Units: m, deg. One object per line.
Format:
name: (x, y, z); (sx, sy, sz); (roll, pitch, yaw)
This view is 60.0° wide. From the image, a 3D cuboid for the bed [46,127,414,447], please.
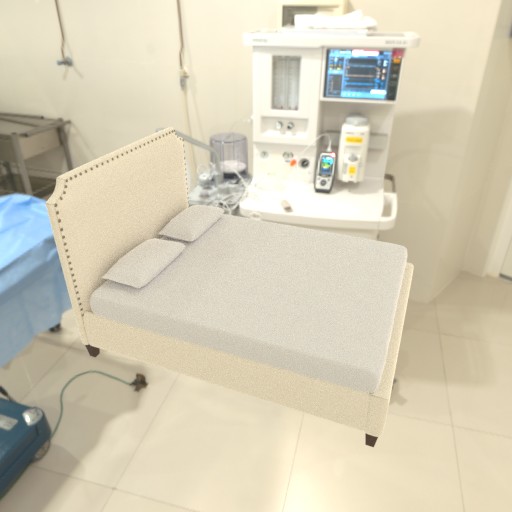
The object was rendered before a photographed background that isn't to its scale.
bed: (0.000, 0.000, 3.519); (2.372, 1.497, 1.712); (11, 32, 19)
